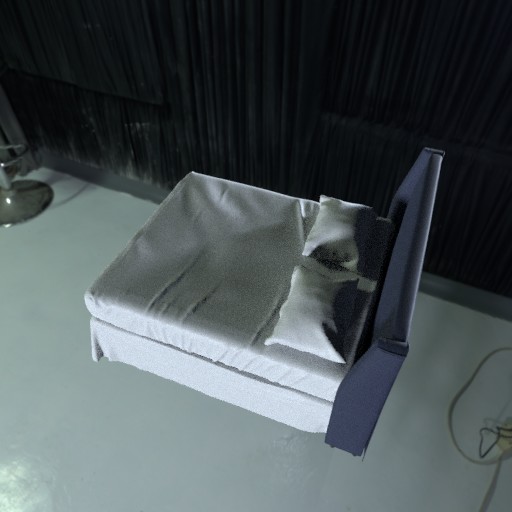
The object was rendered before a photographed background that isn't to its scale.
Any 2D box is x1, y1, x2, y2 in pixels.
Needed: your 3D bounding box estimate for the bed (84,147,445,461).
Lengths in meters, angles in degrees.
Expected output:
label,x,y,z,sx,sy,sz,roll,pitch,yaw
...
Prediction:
label,x,y,z,sx,sy,sz,roll,pitch,yaw
bed,0.000,0.000,3.406,2.276,1.332,1.925,16,47,15
